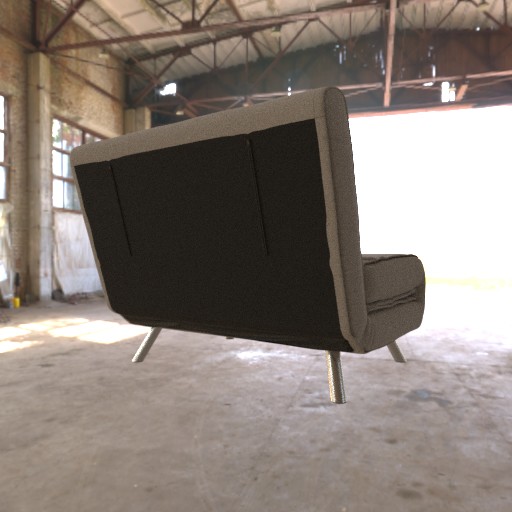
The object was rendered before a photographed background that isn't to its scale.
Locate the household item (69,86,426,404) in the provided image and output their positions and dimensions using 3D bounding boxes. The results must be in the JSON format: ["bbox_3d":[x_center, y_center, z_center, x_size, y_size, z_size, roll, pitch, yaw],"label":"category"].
[{"bbox_3d":[0.000,0.000,1.611,1.000,0.800,0.874,0,0,35],"label":"household item"}]
